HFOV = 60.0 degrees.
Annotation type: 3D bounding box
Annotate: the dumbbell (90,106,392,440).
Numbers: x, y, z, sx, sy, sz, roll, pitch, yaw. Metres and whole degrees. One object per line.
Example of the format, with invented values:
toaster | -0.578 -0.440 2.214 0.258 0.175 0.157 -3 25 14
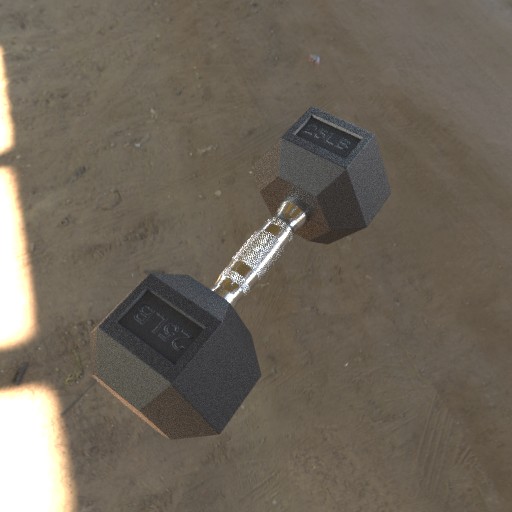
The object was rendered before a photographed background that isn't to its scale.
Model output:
dumbbell | 0.000 0.000 0.388 0.129 0.113 0.315 31 63 18
